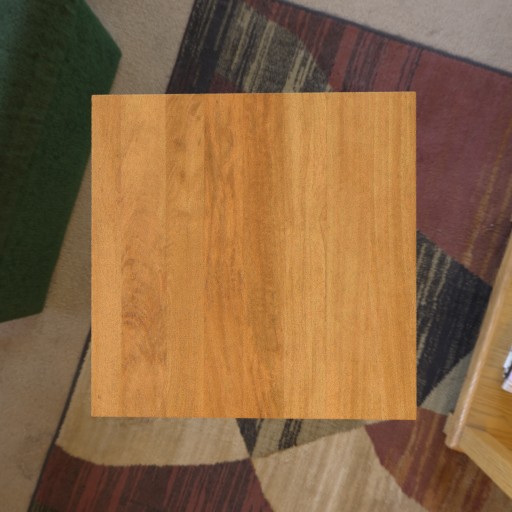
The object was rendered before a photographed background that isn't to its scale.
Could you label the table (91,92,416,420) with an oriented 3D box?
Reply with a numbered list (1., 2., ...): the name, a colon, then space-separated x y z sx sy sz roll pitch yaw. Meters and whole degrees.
1. table: 0.000 0.000 1.065 0.599 0.500 0.599 0 90 2
